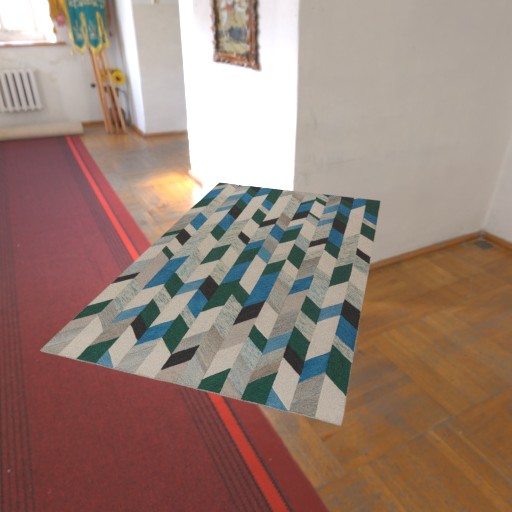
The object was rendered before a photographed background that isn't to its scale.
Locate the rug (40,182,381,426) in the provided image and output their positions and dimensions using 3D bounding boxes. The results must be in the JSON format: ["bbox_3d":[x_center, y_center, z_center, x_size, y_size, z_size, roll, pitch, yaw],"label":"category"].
[{"bbox_3d":[0.000,0.000,3.023,1.507,0.007,2.433,9,32,15],"label":"rug"}]
